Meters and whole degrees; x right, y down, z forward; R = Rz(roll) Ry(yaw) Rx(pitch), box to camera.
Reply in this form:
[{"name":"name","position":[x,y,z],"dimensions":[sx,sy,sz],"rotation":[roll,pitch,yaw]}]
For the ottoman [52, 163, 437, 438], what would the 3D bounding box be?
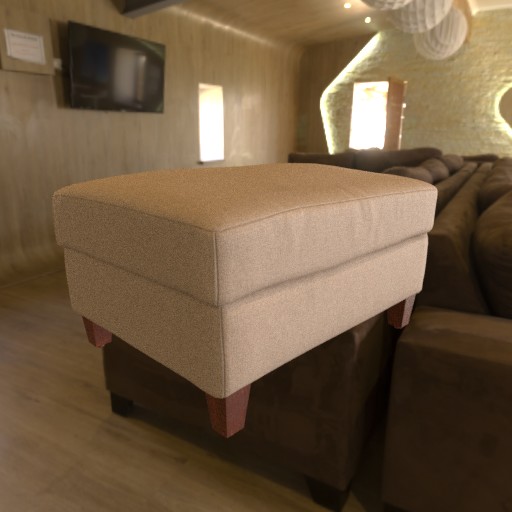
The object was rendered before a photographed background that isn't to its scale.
[{"name":"ottoman","position":[0.000,0.000,1.292],"dimensions":[0.692,0.511,0.902],"rotation":[14,21,42]}]
